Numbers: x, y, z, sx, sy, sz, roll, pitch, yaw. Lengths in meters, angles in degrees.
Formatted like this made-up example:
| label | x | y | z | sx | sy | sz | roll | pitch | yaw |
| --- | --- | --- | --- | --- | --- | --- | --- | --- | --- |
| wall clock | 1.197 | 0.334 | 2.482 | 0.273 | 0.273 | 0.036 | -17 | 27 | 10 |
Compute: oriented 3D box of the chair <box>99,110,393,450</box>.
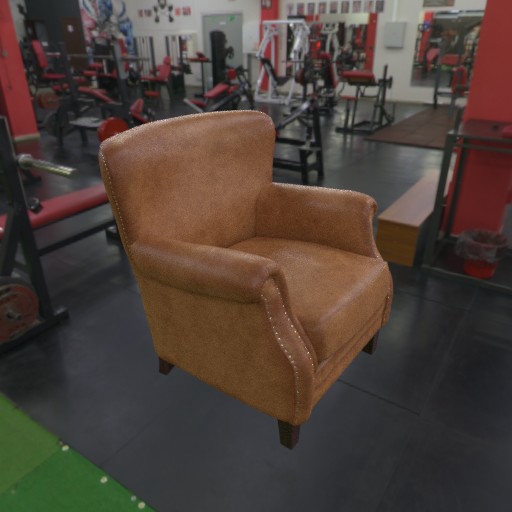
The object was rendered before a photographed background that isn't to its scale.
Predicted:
| label | x | y | z | sx | sy | sz | roll | pitch | yaw |
| --- | --- | --- | --- | --- | --- | --- | --- | --- | --- |
| chair | 0.000 | 0.000 | 1.684 | 0.921 | 0.936 | 0.861 | 19 | 32 | 32 |
